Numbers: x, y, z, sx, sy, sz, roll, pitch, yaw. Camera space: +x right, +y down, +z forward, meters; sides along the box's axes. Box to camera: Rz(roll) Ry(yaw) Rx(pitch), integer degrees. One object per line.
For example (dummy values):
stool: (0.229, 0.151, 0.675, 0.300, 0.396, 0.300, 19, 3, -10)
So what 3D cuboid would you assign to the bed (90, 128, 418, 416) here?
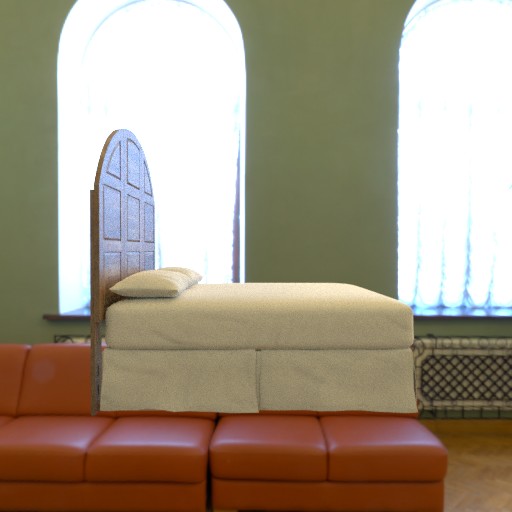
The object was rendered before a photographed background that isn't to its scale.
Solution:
bed: (0.000, 0.000, 3.613, 2.112, 2.002, 1.713, 0, 1, 0)
